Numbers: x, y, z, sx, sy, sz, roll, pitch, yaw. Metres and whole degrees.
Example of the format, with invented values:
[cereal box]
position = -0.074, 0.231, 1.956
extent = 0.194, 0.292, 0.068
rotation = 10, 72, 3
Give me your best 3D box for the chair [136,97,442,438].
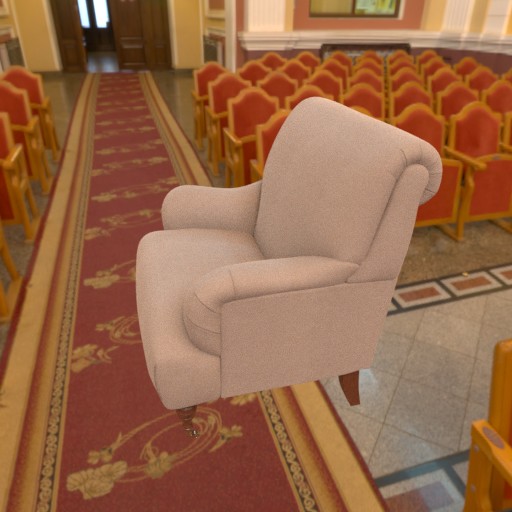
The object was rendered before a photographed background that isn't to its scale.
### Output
[chair]
position = 0.000, 0.000, 1.547
extent = 0.842, 0.942, 0.766
rotation = -8, 30, -13
